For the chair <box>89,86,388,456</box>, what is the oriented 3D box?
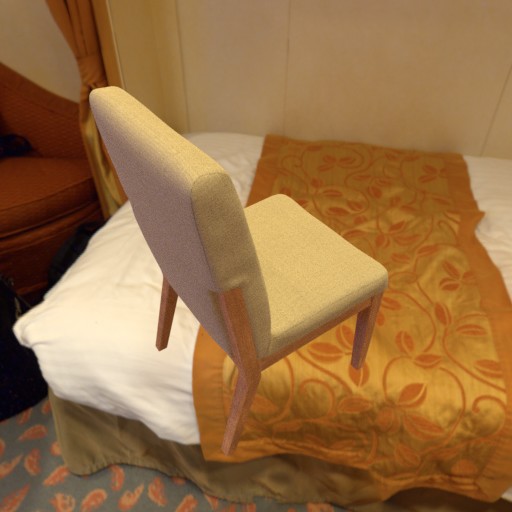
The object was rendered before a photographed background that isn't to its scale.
[{"bbox_3d":[0.000,0.000,1.230,0.586,0.911,0.507,-24,46,-26],"label":"chair"}]
